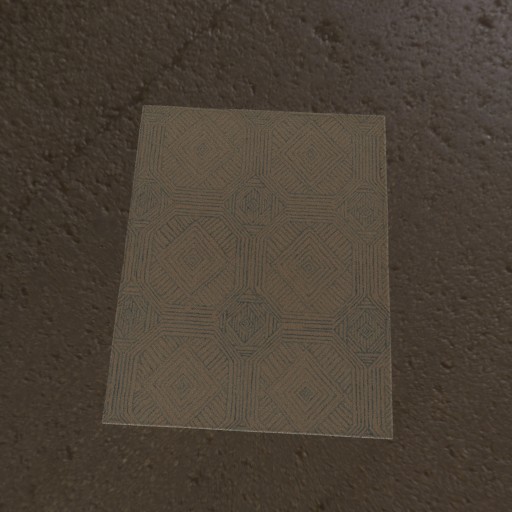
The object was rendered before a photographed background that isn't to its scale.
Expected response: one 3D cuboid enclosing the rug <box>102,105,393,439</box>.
[{"bbox_3d":[0.000,0.000,4.111,2.457,0.015,3.049,3,75,1],"label":"rug"}]
